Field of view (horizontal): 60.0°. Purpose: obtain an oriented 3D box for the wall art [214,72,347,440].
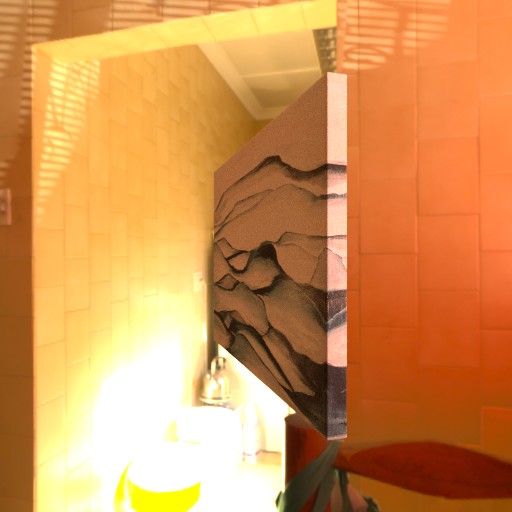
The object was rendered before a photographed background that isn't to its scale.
[{"bbox_3d":[0.000,0.000,1.173,0.039,0.609,0.914,0,0,-17],"label":"wall art"}]
